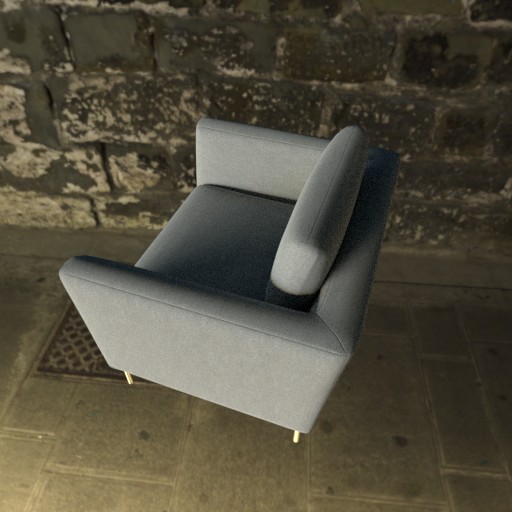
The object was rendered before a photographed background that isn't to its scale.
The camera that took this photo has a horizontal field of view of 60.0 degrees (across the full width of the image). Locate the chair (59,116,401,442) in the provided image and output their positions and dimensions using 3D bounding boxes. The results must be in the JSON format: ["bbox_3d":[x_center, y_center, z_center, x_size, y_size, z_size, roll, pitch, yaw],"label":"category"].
[{"bbox_3d":[0.000,0.000,1.711,0.889,0.864,1.041,14,46,14],"label":"chair"}]
